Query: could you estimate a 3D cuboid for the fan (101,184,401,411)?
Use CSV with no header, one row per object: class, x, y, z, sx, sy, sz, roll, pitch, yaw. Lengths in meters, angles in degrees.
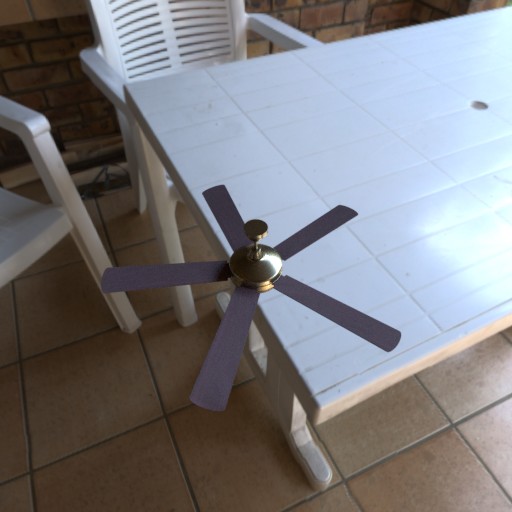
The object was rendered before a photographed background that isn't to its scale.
fan,0.000,0.000,2.014,1.321,0.356,1.321,-23,50,-21
